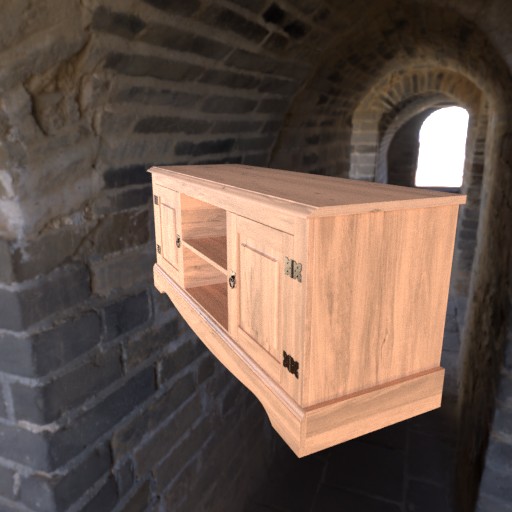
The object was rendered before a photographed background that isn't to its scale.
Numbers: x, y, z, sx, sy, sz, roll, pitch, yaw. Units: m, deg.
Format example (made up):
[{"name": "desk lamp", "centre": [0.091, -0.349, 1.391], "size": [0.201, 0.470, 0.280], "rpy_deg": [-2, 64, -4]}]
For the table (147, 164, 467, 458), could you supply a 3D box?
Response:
[{"name": "table", "centre": [0.000, 0.000, 1.436], "size": [0.400, 0.510, 1.200], "rpy_deg": [-7, 17, -25]}]
